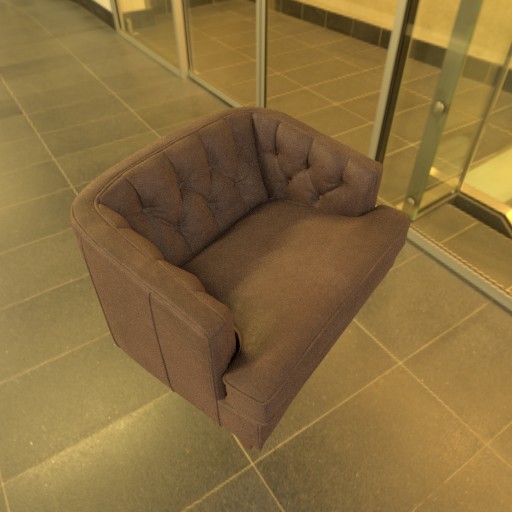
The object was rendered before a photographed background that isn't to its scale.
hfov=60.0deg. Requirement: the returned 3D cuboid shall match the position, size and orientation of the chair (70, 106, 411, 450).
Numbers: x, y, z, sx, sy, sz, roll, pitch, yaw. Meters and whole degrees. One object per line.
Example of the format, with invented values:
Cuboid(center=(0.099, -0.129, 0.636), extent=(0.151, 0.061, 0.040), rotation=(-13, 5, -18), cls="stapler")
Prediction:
Cuboid(center=(0.000, 0.000, 1.774), extent=(0.914, 0.787, 1.118), rotation=(27, 49, 26), cls="chair")
